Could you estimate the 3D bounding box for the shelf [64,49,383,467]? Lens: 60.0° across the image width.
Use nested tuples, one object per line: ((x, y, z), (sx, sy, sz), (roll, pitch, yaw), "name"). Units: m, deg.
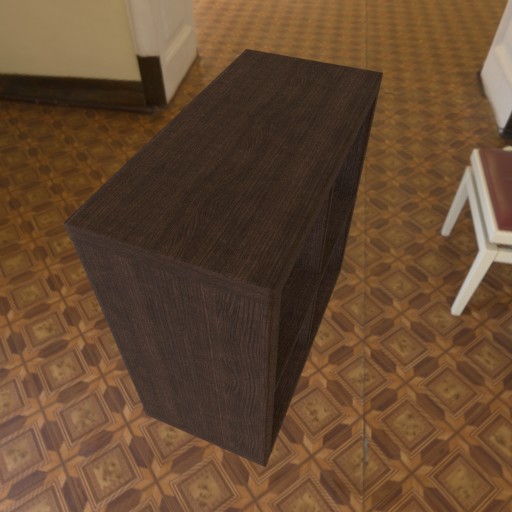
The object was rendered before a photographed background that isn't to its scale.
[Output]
((0.000, 0.000, 1.249), (0.390, 0.786, 0.790), (17, 49, 15), "shelf")
